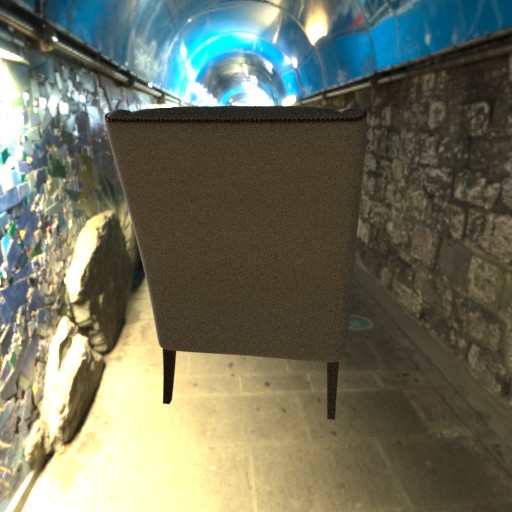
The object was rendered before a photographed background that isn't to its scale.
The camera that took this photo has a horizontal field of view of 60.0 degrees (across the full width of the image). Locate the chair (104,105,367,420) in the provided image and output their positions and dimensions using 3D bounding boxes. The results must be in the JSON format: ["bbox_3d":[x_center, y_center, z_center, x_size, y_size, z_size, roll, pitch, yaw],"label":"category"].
[{"bbox_3d":[0.000,0.000,1.659,0.737,1.029,0.940,2,16,8],"label":"chair"}]
